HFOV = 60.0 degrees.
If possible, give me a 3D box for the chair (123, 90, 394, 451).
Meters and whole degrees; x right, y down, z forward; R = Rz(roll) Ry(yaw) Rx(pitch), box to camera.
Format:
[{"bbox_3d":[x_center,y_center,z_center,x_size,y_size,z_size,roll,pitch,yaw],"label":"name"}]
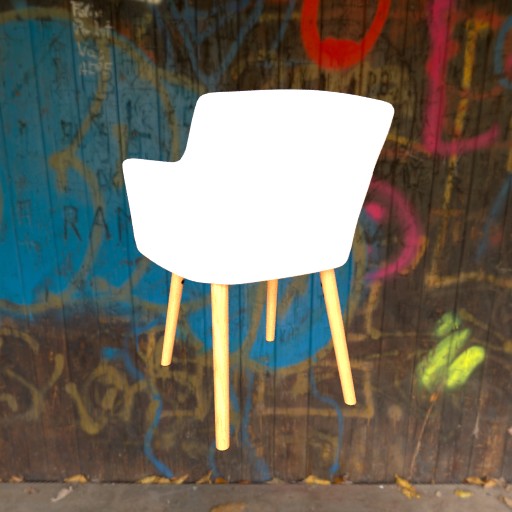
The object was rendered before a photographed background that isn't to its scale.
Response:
[{"bbox_3d":[0.000,0.000,1.169,0.570,0.780,0.540,-8,17,-27],"label":"chair"}]
